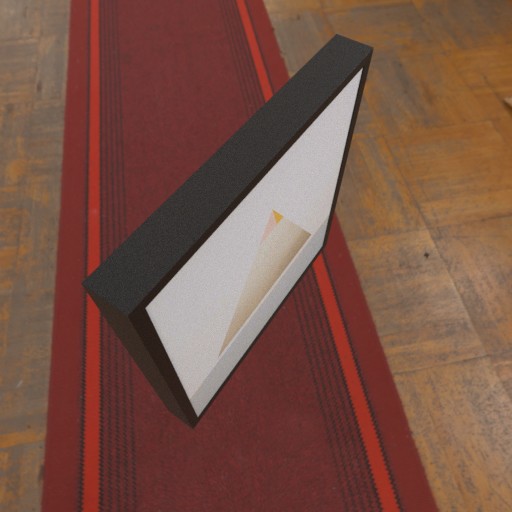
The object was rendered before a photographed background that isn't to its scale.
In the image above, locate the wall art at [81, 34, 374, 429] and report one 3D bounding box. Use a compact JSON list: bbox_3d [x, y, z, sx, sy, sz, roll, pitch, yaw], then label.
[{"bbox_3d":[0.000,0.000,0.445,0.037,0.303,0.304,30,62,18],"label":"wall art"}]
